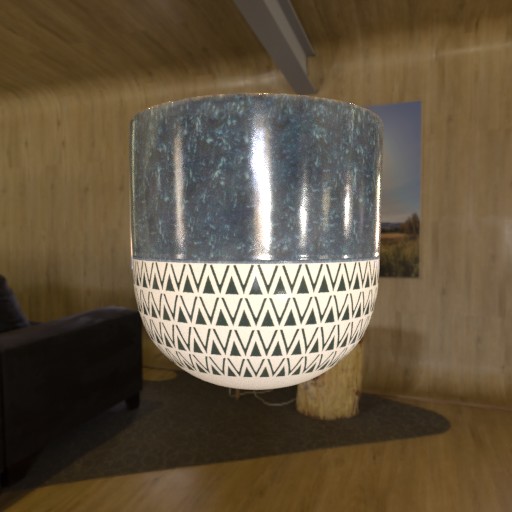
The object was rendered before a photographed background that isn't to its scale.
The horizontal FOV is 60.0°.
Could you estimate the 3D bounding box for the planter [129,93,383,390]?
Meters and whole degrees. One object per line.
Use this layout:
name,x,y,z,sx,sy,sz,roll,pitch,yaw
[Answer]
planter,0.000,0.000,0.487,0.266,0.270,0.266,0,2,0
